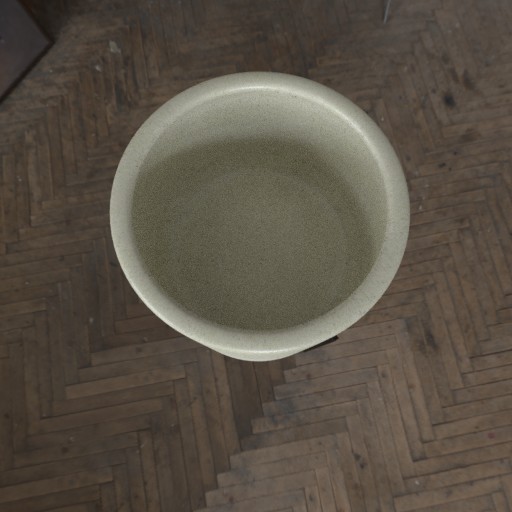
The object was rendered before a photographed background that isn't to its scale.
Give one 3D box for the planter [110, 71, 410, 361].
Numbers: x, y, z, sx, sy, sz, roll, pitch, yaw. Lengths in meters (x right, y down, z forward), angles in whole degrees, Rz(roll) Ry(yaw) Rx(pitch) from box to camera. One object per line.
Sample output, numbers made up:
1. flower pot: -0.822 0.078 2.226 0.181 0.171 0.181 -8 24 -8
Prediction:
1. planter: 0.000 0.000 0.708 0.333 0.483 0.324 -4 76 -1
